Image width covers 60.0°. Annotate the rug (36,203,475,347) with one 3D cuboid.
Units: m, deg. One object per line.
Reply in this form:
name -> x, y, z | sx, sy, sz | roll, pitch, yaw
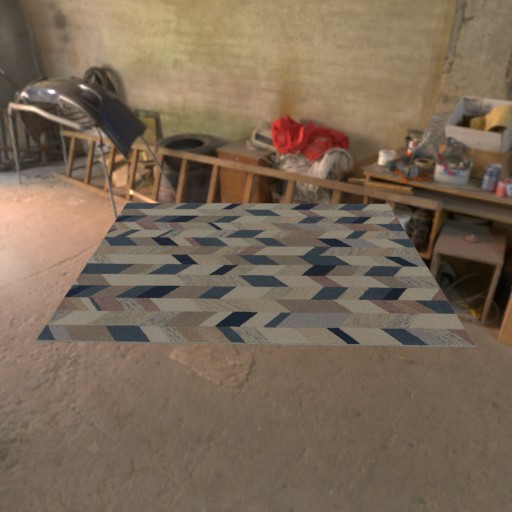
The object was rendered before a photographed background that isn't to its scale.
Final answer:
rug -> 0.000, 0.000, 4.136 | 3.072, 0.011, 2.451 | 0, 30, 1
